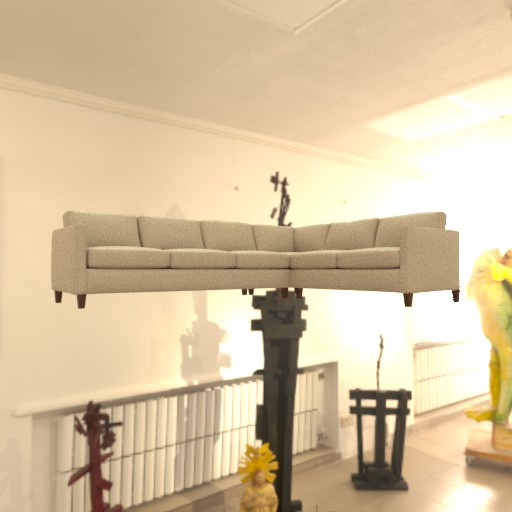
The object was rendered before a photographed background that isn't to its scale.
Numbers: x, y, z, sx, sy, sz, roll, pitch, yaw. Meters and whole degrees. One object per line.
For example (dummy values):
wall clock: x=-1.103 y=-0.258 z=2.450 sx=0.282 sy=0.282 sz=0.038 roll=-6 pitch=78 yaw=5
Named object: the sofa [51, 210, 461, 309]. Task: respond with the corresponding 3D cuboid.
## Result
sofa: x=0.000 y=0.000 z=4.438 sx=3.333 sy=0.934 sz=2.522 roll=1 pitch=-2 yaw=-37
